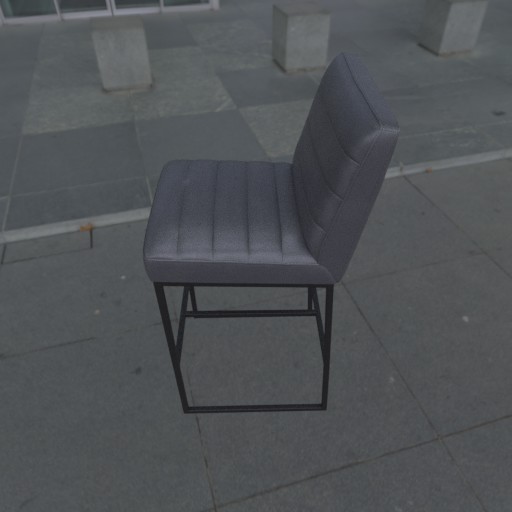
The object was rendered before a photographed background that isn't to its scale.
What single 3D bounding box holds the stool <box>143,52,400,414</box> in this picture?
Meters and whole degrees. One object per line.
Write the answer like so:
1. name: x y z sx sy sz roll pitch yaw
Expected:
1. stool: 0.000 0.000 1.329 0.552 1.040 0.457 -1 42 -1
